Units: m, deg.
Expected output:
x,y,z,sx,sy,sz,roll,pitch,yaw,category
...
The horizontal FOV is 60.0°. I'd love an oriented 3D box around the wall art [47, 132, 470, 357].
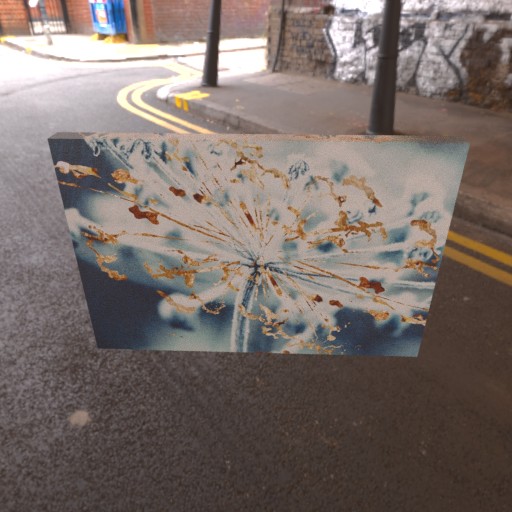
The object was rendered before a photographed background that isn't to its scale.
x,y,z,sx,sy,sz,roll,pitch,yaw,category
0.000,0.000,0.755,0.607,0.405,0.036,1,31,2,wall art
